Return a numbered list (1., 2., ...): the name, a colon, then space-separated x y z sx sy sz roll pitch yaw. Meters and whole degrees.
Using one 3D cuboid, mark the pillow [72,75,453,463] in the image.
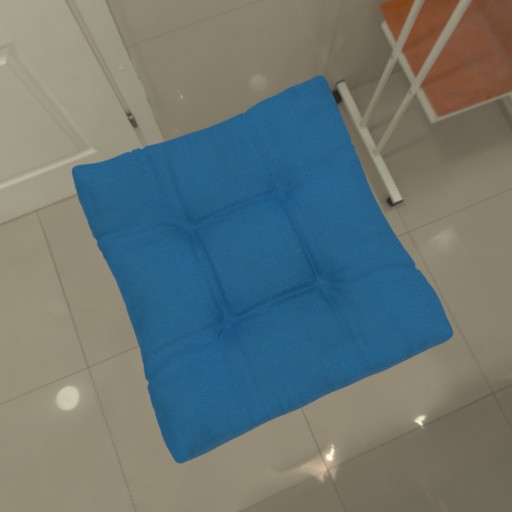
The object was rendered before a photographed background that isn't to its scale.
1. pillow: 0.000 0.000 0.723 0.468 0.128 0.490 -23 78 -5
